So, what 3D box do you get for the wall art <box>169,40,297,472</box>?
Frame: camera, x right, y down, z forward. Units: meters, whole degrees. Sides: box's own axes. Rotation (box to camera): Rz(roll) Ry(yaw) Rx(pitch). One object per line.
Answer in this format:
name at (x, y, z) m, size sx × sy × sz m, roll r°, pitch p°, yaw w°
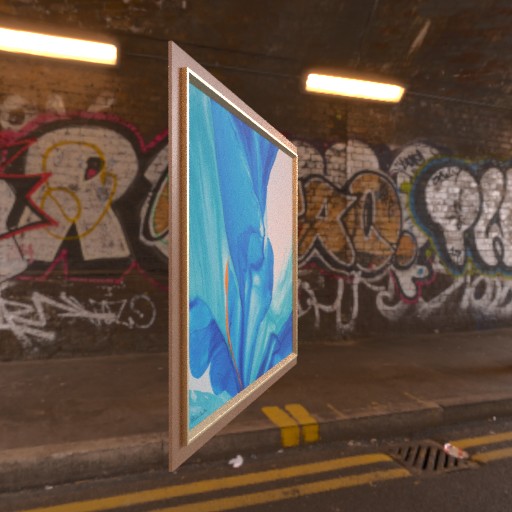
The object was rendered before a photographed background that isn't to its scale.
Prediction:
wall art at (0.000, 0.000, 1.641) m, size 0.025 × 1.067 × 1.168 m, roll 0°, pitch 0°, yaw 20°
